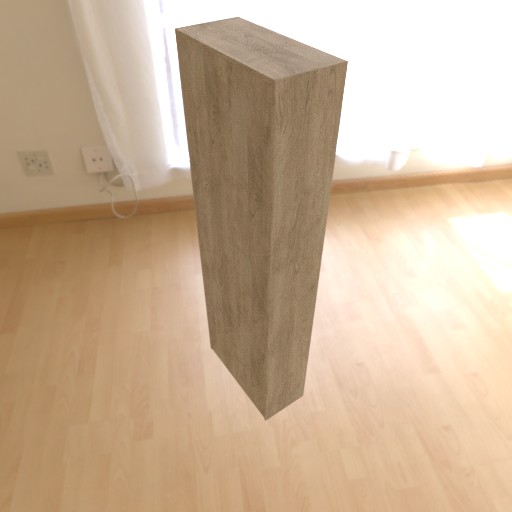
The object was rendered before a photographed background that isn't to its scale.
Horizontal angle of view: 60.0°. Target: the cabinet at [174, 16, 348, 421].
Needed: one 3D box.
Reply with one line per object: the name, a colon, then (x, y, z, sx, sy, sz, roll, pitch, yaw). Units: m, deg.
cabinet: (0.000, 0.000, 1.803, 0.250, 1.630, 0.520, -25, 48, -25)
